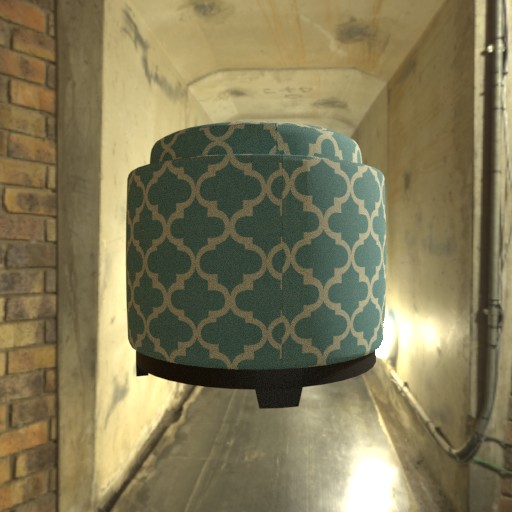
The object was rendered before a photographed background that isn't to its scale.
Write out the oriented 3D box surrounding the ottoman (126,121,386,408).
[{"bbox_3d":[0.000,0.000,0.851,0.480,0.429,0.480,0,1,0],"label":"ottoman"}]
